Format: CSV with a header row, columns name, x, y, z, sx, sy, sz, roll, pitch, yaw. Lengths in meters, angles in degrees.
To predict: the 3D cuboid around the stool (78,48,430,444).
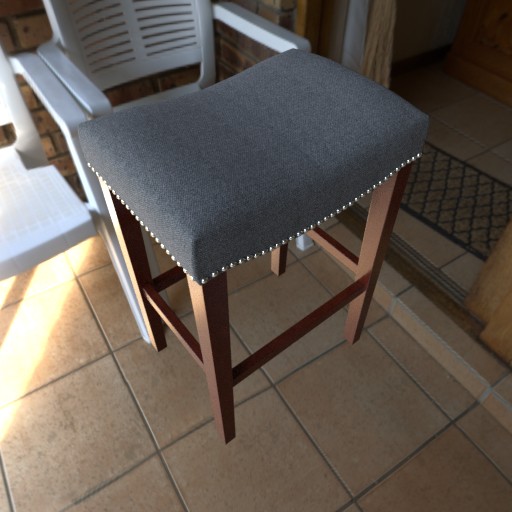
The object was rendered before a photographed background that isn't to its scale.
name,x,y,z,sx,sy,sz,roll,pitch,yaw
stool,0.000,0.000,1.009,0.504,0.742,0.372,-31,55,-25
